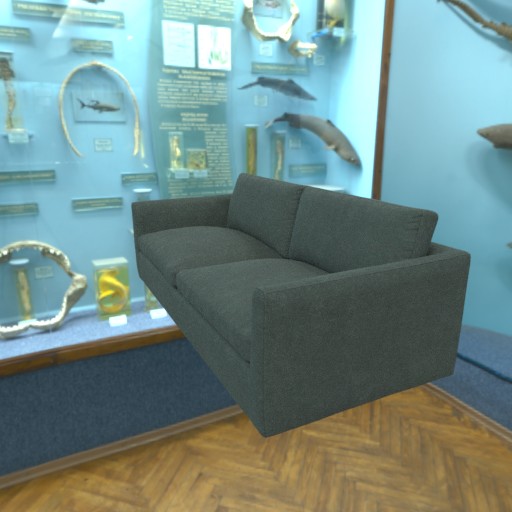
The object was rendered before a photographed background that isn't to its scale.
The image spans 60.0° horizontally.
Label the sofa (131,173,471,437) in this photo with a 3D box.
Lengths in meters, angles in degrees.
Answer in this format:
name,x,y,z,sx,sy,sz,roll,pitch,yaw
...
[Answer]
name,x,y,z,sx,sy,sz,roll,pitch,yaw
sofa,0.000,0.000,2.792,1.092,0.838,2.257,-8,18,-25
